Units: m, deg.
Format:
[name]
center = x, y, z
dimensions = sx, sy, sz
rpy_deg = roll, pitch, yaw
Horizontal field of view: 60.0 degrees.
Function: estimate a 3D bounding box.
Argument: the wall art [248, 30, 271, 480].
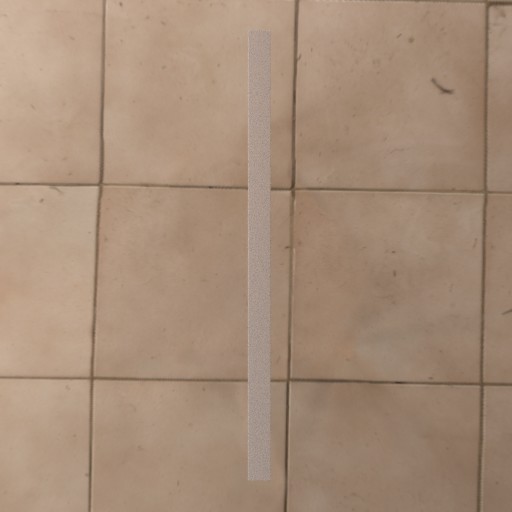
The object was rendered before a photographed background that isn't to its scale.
[wall art]
center = 0.000, 0.000, 1.131
dimensions = 0.038, 0.762, 0.762
rpy_deg = 0, 90, -1
